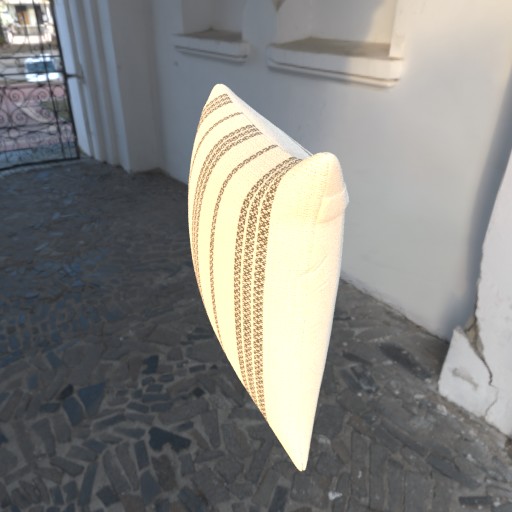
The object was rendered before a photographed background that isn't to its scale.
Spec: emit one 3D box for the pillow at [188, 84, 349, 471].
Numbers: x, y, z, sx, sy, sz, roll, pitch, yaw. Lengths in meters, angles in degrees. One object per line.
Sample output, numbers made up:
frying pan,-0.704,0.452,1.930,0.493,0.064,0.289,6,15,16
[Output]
pillow,0.000,0.000,0.626,0.173,0.406,0.405,-9,31,-15
